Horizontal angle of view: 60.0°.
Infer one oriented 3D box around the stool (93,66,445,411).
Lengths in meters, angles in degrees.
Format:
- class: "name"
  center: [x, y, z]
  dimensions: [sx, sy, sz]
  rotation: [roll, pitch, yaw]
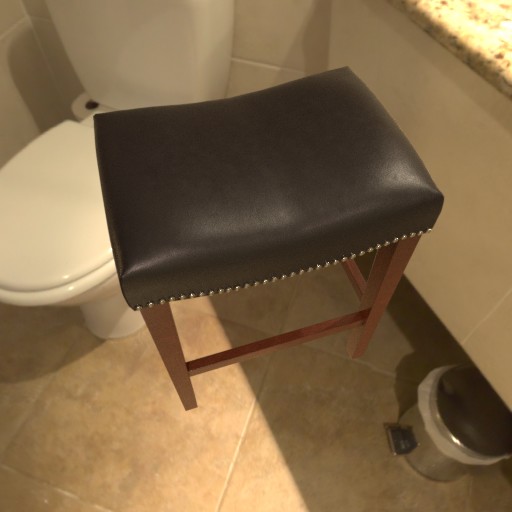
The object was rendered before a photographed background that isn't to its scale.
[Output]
- class: "stool"
  center: [0.000, 0.000, 0.969]
  dimensions: [0.504, 0.654, 0.372]
  rotation: [-15, 57, -10]
